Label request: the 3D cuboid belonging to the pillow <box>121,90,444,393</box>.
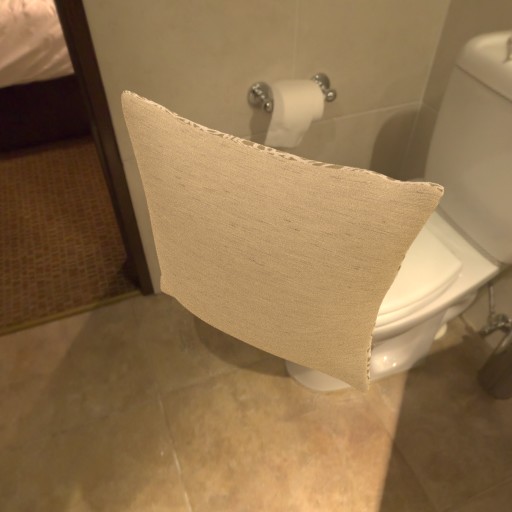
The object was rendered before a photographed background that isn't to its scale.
[{"bbox_3d":[0.000,0.000,0.668,0.438,0.421,0.167,23,50,21],"label":"pillow"}]
